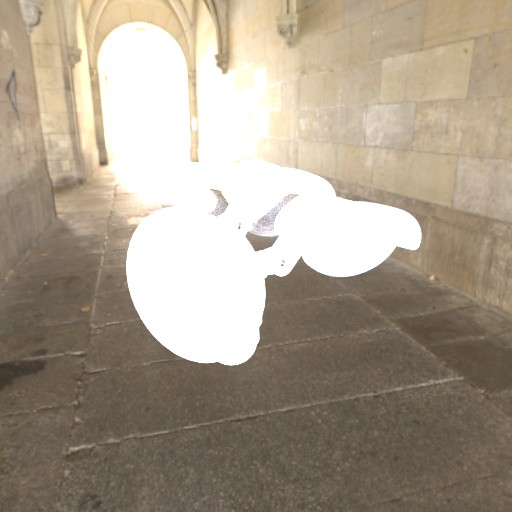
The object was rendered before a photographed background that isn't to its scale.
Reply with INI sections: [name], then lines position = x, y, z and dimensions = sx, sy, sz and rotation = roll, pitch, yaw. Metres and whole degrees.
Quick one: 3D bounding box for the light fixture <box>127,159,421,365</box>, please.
[light fixture]
position = 0.000, 0.000, 0.554
dimensions = 0.369, 0.237, 0.278
rotation = 9, 19, 28
